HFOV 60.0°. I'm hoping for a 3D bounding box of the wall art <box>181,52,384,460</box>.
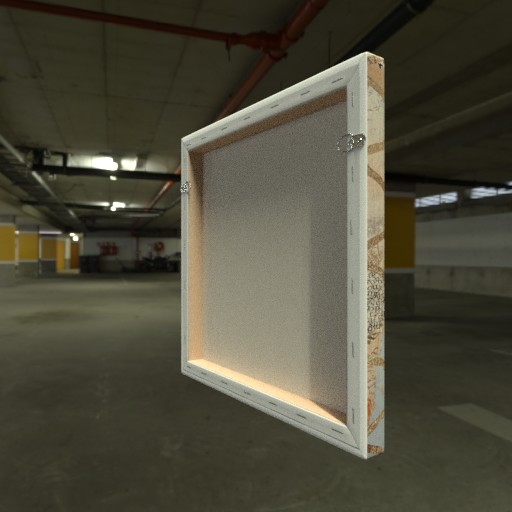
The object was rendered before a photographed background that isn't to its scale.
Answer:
[{"bbox_3d":[0.000,0.000,0.760,0.038,0.508,0.507,0,0,-36],"label":"wall art"}]
